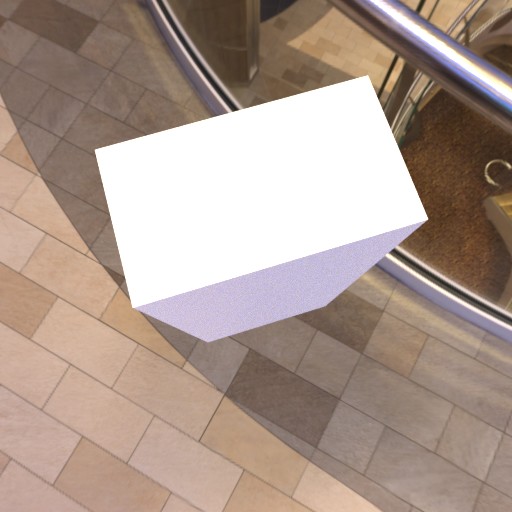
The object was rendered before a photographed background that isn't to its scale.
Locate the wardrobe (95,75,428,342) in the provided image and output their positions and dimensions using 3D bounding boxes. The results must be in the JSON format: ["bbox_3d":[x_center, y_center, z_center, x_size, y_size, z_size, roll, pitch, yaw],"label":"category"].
[{"bbox_3d":[0.000,0.000,1.964,0.760,1.700,0.470,-17,77,-4],"label":"wardrobe"}]
